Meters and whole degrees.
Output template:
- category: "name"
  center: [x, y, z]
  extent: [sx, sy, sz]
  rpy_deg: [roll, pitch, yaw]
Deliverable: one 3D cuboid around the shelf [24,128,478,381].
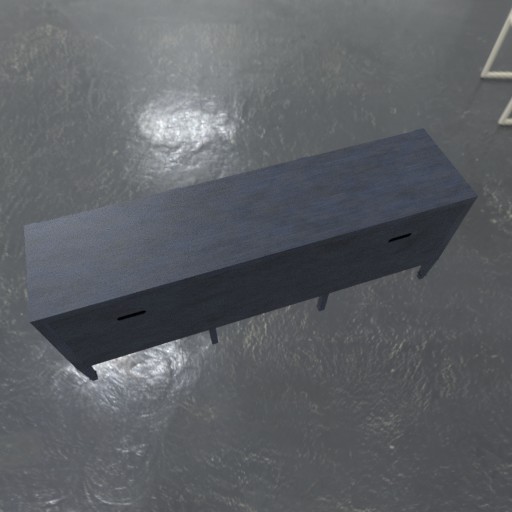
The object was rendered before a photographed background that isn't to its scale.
- category: "shelf"
  center: [0.000, 0.000, 2.182]
  extent: [1.878, 0.715, 0.471]
  rpy_deg: [-16, 58, -10]
